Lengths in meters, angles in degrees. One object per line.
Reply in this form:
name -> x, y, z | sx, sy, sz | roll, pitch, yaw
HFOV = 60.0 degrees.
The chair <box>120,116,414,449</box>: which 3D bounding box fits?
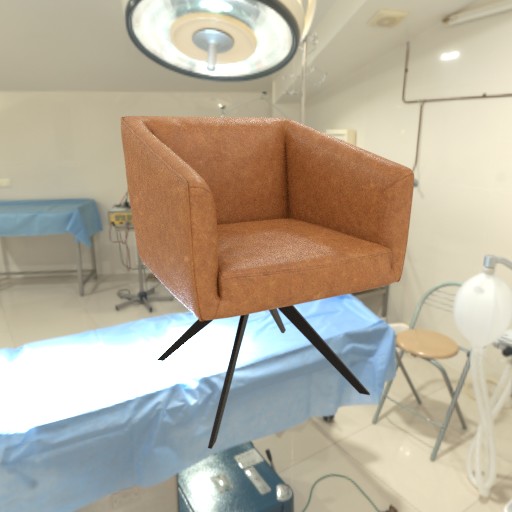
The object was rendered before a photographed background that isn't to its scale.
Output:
chair -> 0.000, 0.000, 1.247 | 0.588, 0.760, 0.625 | -8, 18, -26
